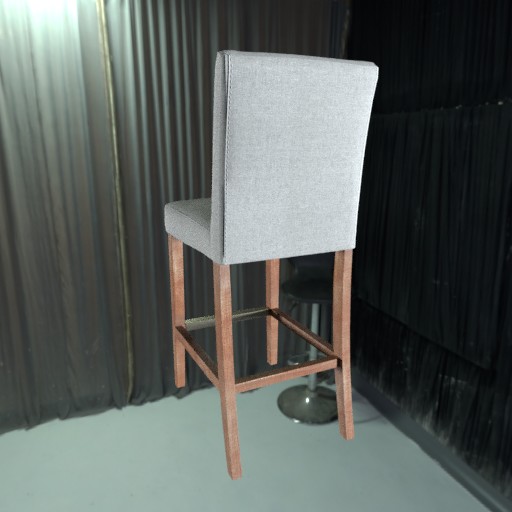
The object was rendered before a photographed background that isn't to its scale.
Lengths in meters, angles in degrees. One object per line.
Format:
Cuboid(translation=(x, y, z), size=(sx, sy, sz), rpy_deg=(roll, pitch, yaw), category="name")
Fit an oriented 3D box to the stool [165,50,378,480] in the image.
Cuboid(translation=(0.000, 0.000, 1.389), size=(0.439, 1.088, 0.570), rpy_deg=(-7, 16, -25), category="stool")
